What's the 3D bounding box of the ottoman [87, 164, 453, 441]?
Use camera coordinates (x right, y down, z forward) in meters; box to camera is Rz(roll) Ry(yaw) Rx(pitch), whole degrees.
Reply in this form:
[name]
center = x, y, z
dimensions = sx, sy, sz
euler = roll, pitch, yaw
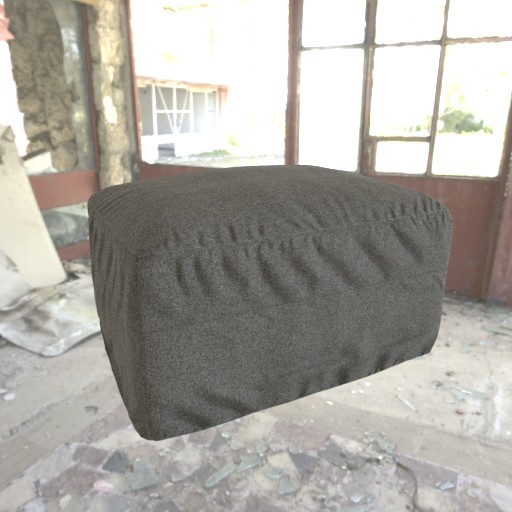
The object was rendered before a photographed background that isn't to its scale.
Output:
[ottoman]
center = 0.000, 0.000, 1.240
dimensions = 0.837, 0.481, 0.683
euler = -9, 19, -26
